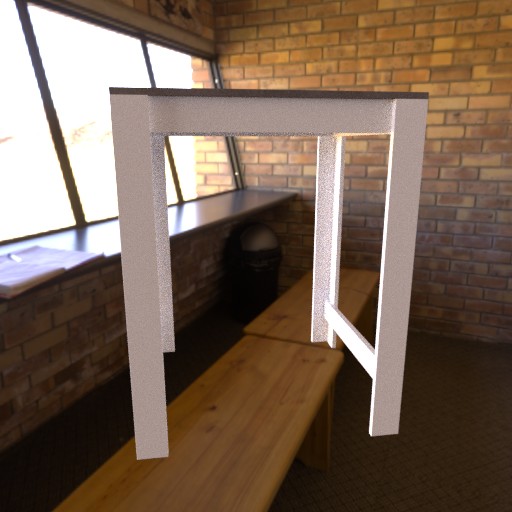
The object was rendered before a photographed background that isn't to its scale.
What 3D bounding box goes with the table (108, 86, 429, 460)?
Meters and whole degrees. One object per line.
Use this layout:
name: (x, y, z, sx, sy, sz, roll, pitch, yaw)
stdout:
table: (0.000, 0.000, 1.549, 0.800, 1.020, 0.700, -2, 14, -8)
